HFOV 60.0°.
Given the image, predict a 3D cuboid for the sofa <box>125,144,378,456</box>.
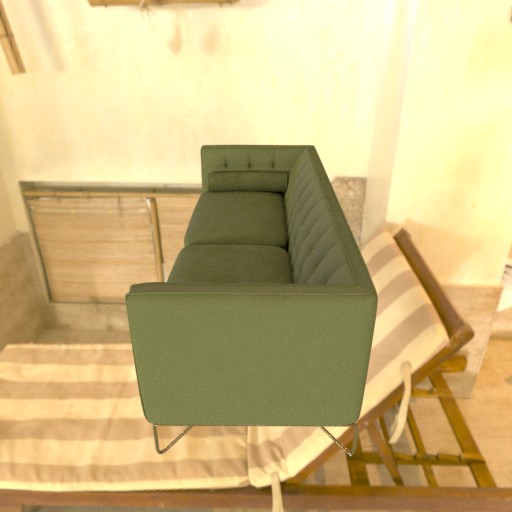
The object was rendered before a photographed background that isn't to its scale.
[{"bbox_3d":[0.000,0.000,2.529,0.867,0.789,2.087,0,27,1],"label":"sofa"}]
